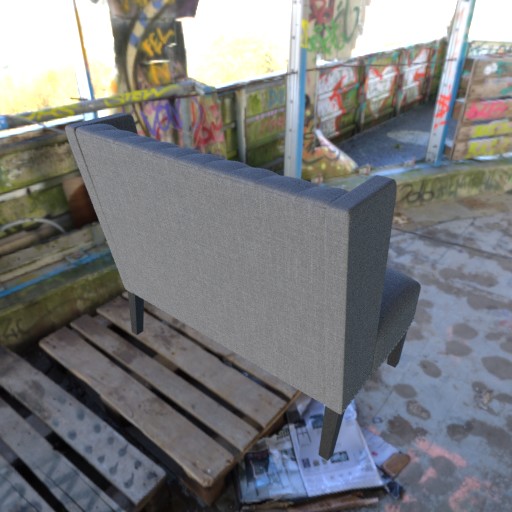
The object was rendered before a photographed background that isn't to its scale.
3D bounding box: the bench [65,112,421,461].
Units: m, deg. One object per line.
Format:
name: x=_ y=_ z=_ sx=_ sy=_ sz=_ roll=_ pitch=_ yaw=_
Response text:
bench: x=0.000 y=0.000 z=1.969 sx=1.276 sy=1.121 sz=0.842 roll=23 pitch=38 yaw=32
